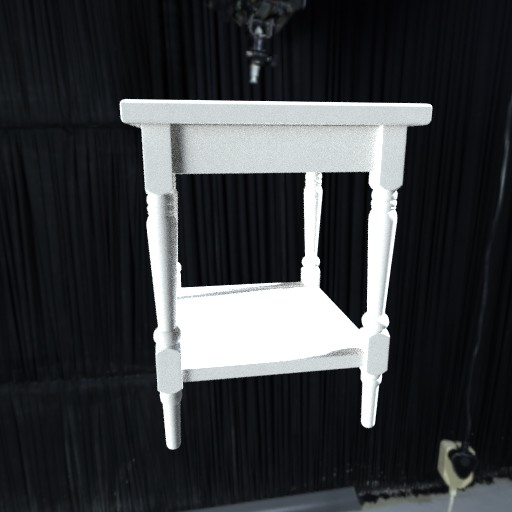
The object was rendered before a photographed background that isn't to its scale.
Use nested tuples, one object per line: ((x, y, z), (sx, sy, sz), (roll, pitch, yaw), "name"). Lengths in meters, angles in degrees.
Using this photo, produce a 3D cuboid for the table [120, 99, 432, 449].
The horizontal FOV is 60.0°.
((0.000, 0.000, 0.915), (0.442, 0.565, 0.488), (-2, 15, -9), "table")
